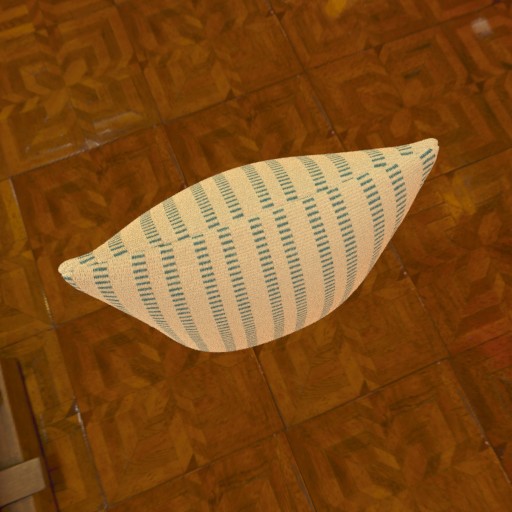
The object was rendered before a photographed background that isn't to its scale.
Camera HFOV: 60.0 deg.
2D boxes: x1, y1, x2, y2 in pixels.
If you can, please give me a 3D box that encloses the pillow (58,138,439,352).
[{"bbox_3d":[0.000,0.000,0.669,0.438,0.419,0.247,-19,76,-5],"label":"pillow"}]
